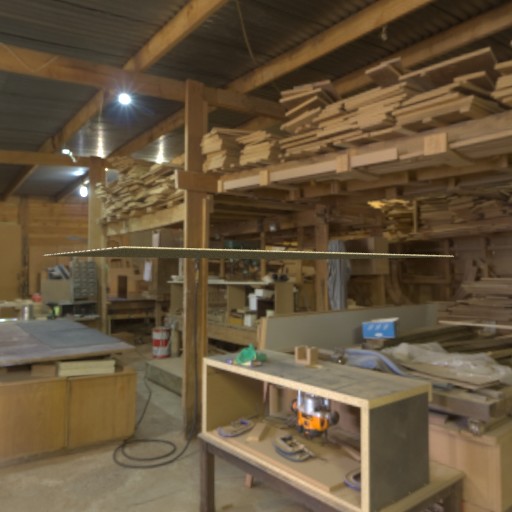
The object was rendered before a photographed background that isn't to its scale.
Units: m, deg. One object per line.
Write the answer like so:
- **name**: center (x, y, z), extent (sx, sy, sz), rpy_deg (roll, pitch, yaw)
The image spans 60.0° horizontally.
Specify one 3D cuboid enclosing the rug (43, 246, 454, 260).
- **rug**: center (0.000, 0.000, 3.083), extent (2.438, 0.008, 1.523), rpy_deg (1, -2, -36)
